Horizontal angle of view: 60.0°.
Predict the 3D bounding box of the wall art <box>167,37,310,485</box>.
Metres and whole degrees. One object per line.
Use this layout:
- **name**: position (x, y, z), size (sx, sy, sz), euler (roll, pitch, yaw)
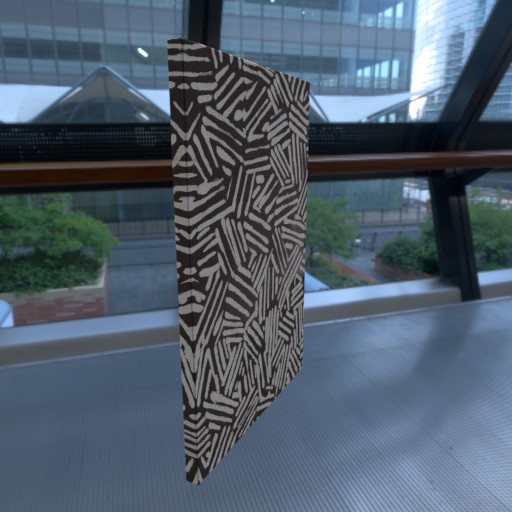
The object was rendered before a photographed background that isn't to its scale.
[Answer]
- **wall art**: position (0.000, 0.000, 1.149), size (0.035, 0.918, 0.615), euler (7, 15, 27)
